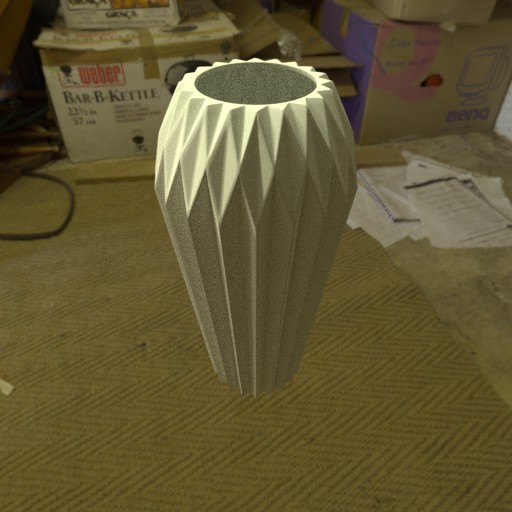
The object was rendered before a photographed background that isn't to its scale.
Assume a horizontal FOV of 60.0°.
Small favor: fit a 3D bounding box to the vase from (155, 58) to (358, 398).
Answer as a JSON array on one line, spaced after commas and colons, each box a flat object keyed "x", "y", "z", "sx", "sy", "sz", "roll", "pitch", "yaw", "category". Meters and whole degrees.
[{"x": 0.000, "y": 0.000, "z": 0.339, "sx": 0.133, "sy": 0.263, "sz": 0.133, "roll": 0, "pitch": 40, "yaw": 0, "category": "vase"}]
